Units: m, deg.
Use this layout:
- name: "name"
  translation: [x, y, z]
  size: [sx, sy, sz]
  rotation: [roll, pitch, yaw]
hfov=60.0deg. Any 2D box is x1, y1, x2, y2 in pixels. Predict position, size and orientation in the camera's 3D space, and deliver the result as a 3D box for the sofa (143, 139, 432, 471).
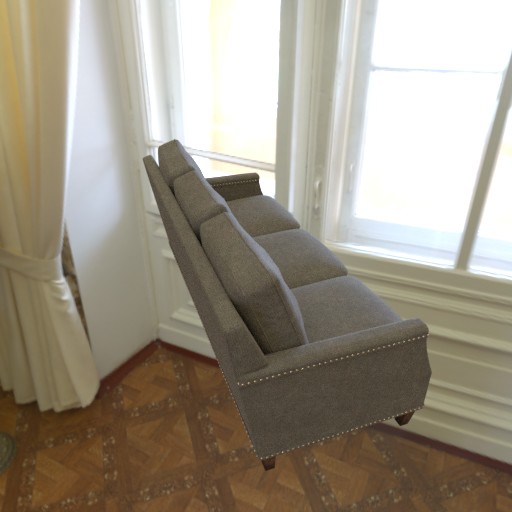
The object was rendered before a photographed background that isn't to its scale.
- name: "sofa"
  translation: [0.000, 0.000, 2.778]
  size: [1.034, 1.042, 2.226]
  rotation: [-10, 31, -17]
